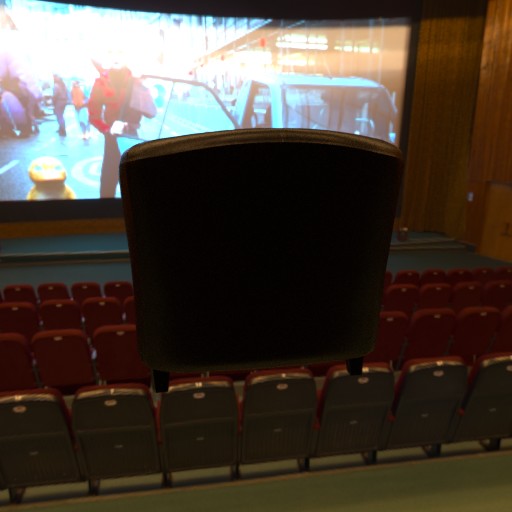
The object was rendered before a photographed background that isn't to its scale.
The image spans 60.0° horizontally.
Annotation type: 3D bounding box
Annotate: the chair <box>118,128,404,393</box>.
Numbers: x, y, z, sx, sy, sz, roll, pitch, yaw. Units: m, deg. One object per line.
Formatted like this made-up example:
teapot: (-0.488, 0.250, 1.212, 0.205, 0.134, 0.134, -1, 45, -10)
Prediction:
chair: (0.000, 0.000, 1.399, 0.793, 0.756, 0.727, -2, 14, -9)
